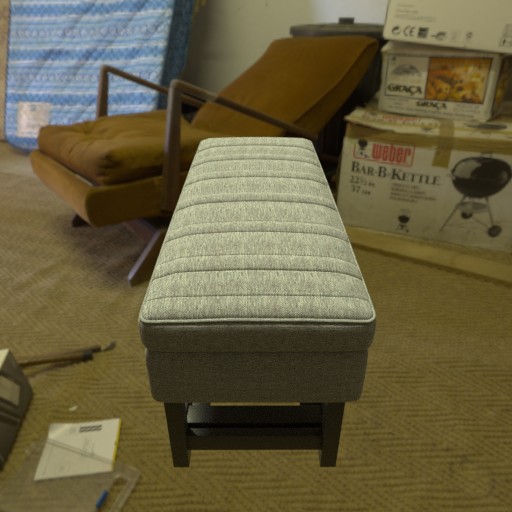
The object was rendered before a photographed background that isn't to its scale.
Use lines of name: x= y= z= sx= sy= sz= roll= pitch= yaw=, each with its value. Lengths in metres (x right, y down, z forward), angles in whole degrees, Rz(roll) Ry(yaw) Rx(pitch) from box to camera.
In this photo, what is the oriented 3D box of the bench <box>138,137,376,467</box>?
bench: x=0.000 y=0.000 z=1.312 sx=0.429 sy=0.470 sz=1.100 roll=0 pitch=31 yaw=0
